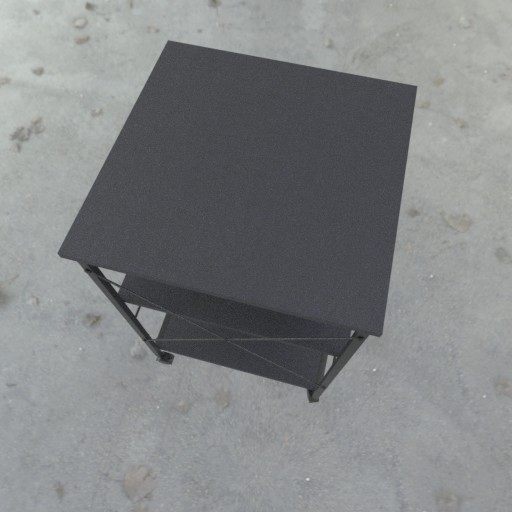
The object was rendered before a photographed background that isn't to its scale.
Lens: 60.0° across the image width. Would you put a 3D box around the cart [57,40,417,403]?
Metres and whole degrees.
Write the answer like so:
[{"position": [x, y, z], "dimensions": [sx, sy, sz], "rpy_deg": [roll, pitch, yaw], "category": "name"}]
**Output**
[{"position": [0.000, 0.000, 1.131], "dimensions": [0.521, 0.762, 0.520], "rpy_deg": [13, 64, 7], "category": "cart"}]
